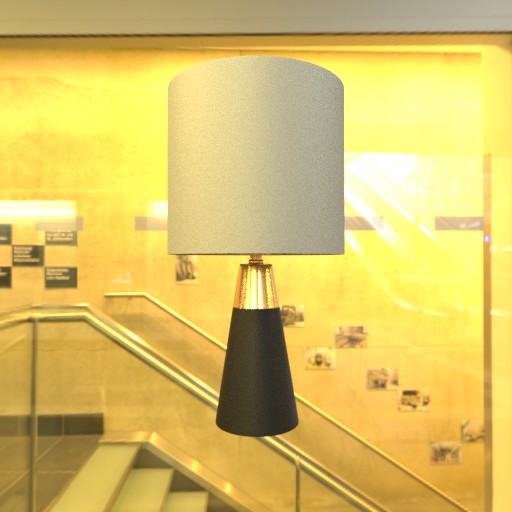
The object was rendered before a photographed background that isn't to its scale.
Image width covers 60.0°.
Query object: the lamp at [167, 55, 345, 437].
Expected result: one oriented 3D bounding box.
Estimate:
[{"bbox_3d":[0.000,0.000,0.783,0.308,0.580,0.308,0,-1,-19],"label":"lamp"}]
